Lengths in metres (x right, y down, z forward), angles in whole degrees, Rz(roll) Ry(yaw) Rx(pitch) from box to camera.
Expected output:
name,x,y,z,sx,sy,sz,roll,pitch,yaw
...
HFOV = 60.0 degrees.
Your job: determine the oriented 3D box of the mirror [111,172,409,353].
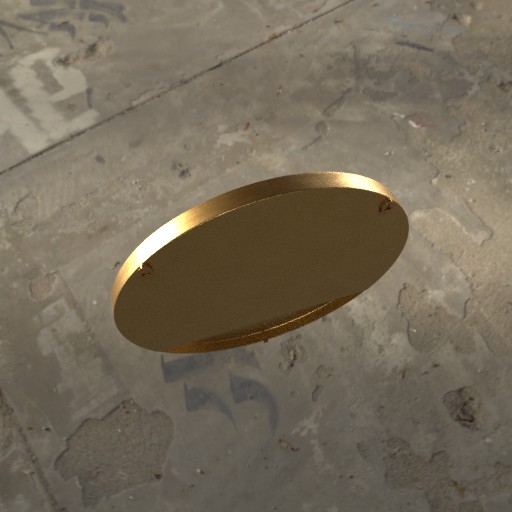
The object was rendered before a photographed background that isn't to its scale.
name,x,y,z,sx,sy,sz,roll,pitch,yaw
mirror,0.000,0.000,0.712,0.457,0.457,0.133,-15,61,-9
